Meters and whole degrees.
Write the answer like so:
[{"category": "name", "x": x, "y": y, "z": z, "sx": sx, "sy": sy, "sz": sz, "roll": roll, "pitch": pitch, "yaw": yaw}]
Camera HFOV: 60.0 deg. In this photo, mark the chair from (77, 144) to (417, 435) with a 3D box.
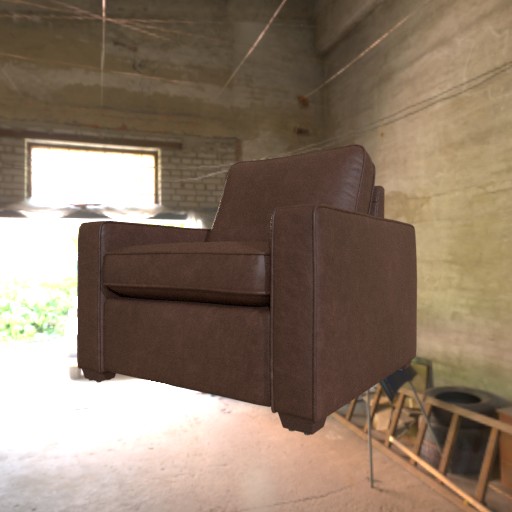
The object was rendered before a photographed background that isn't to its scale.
[{"category": "chair", "x": 0.000, "y": 0.000, "z": 1.736, "sx": 1.017, "sy": 0.919, "sz": 0.940, "roll": 0, "pitch": -1, "yaw": 34}]
